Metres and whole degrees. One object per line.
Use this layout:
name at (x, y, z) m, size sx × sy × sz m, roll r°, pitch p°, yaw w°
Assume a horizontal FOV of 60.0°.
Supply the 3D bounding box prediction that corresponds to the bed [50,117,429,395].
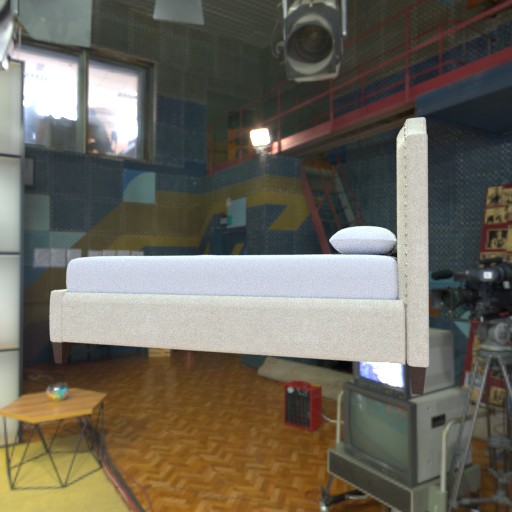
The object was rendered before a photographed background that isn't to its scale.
bed at (0.000, 0.000, 3.404) m, size 2.381 × 1.457 × 1.713 m, roll 0°, pitch -1°, yaw 18°
